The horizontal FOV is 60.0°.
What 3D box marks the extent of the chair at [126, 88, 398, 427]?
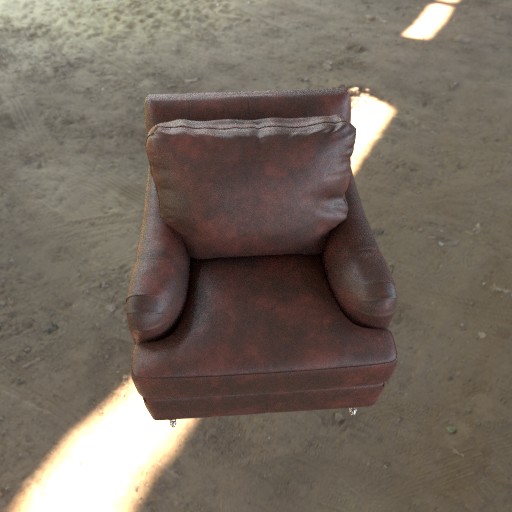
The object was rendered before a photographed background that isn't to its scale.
[{"bbox_3d":[0.000,0.000,1.917,0.987,1.051,1.156,-3,48,-3],"label":"chair"}]
